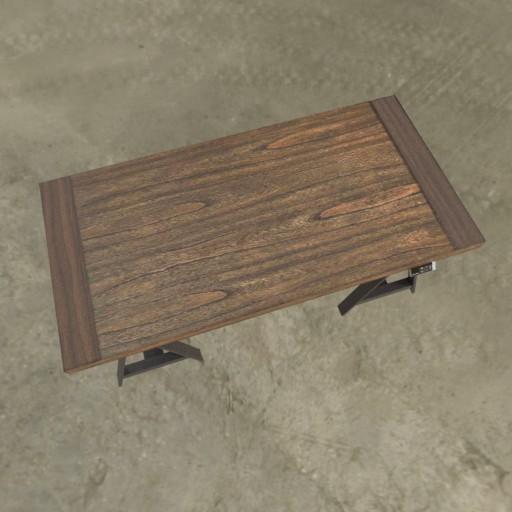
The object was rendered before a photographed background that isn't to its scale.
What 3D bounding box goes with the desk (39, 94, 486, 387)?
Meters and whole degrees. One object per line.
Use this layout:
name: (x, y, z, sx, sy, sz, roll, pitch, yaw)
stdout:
desk: (0.000, 0.000, 1.990, 1.543, 0.725, 0.784, -16, 65, -8)
